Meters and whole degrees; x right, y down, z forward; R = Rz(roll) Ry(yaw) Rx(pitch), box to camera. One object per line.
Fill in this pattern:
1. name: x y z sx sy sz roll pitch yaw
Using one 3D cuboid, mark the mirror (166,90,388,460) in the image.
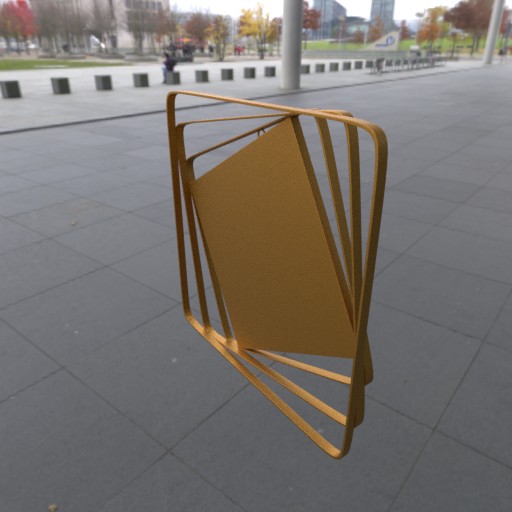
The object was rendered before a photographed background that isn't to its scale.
1. mirror: 0.000 0.000 0.695 0.045 0.468 0.470 -18 31 -32
